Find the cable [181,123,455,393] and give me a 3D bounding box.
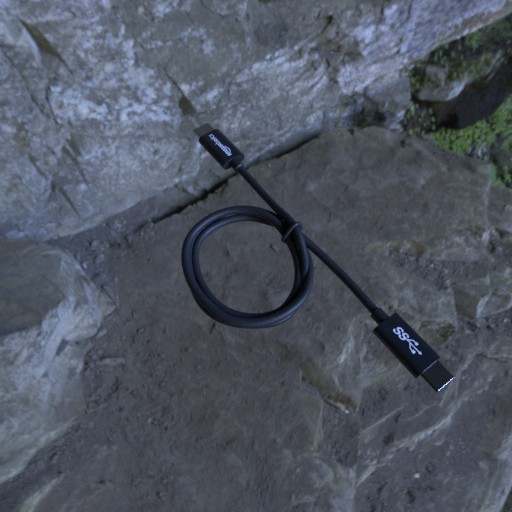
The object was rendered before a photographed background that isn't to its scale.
[{"bbox_3d":[0.000,0.000,0.208,0.070,0.014,0.186,-32,63,-19],"label":"cable"}]
